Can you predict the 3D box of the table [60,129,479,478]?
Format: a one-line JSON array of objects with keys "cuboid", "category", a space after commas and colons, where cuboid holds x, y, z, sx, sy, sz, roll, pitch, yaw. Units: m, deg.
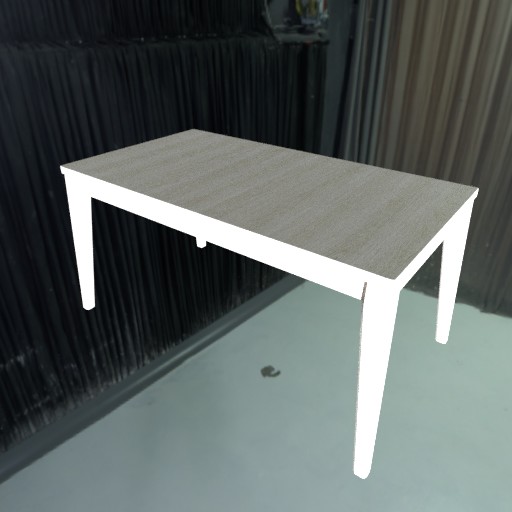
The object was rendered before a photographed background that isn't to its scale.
[{"cuboid": [0.000, 0.000, 2.023, 1.600, 0.760, 0.900, 21, 36, 32], "category": "table"}]
